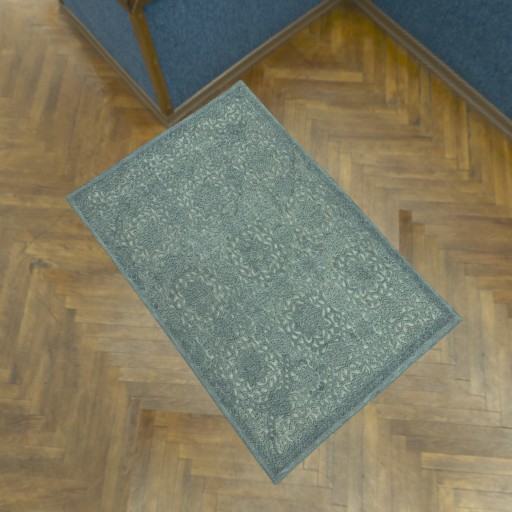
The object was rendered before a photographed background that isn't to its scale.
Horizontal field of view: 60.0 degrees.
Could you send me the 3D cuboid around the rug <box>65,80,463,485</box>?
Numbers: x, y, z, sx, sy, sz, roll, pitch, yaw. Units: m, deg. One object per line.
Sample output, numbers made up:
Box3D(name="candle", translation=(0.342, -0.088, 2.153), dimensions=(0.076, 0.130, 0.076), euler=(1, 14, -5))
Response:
Box3D(name="rug", translation=(0.000, 0.000, 2.332), dimensions=(1.224, 0.016, 1.830), euler=(-37, 77, -10))
